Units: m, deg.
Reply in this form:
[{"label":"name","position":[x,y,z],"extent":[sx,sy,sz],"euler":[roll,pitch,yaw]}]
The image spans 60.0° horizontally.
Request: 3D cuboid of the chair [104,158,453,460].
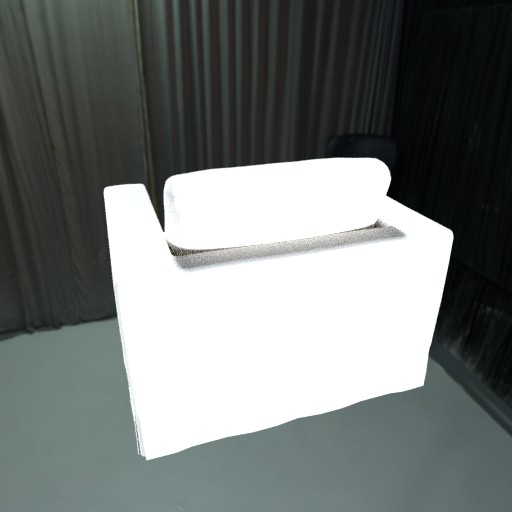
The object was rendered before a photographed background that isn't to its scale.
[{"label":"chair","position":[0.000,0.000,1.818],"extent":[1.150,0.878,0.957],"euler":[-8,27,-17]}]
